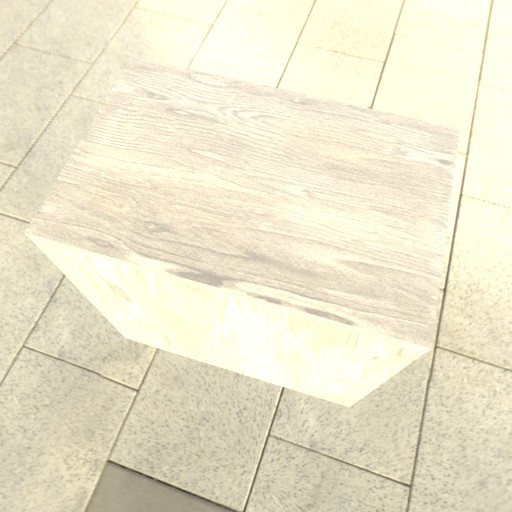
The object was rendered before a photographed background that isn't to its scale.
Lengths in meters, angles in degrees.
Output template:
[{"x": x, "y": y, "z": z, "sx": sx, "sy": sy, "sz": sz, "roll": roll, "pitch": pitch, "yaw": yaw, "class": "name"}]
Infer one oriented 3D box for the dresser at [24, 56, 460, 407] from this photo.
[{"x": 0.000, "y": 0.000, "z": 1.289, "sx": 0.809, "sy": 0.762, "sz": 0.529, "roll": 15, "pitch": 65, "yaw": 7, "class": "dresser"}]
